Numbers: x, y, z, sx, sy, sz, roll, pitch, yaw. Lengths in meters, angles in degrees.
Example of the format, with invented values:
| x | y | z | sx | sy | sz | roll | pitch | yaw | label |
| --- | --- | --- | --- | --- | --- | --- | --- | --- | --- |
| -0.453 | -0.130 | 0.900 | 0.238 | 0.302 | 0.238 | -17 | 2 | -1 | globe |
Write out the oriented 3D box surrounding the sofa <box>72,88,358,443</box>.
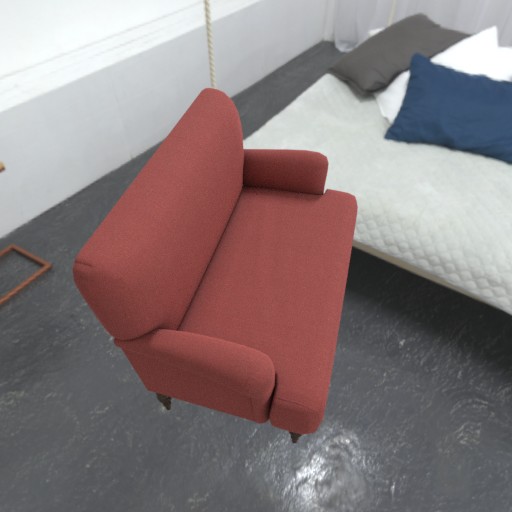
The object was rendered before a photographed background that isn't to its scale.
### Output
| x | y | z | sx | sy | sz | roll | pitch | yaw | label |
| --- | --- | --- | --- | --- | --- | --- | --- | --- | --- |
| 0.000 | 0.000 | 1.865 | 0.779 | 0.889 | 1.297 | 11 | 47 | 10 | sofa |
